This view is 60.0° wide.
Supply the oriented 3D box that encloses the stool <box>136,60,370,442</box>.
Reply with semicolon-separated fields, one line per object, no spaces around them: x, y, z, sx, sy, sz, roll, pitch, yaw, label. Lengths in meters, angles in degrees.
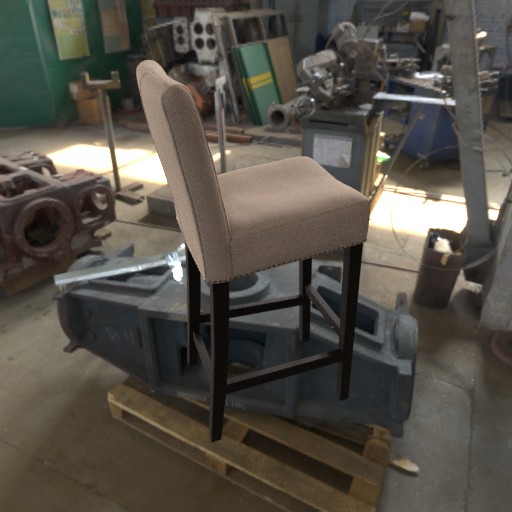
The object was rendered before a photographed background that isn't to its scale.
0.000;0.000;1.311;0.548;1.047;0.411;-10;32;-17;stool
